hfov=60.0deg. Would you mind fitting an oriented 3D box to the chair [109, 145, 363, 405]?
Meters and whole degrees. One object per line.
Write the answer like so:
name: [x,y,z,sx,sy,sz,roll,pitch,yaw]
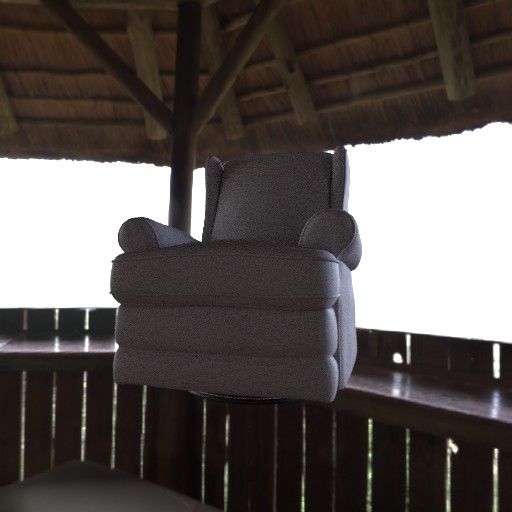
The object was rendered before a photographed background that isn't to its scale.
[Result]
chair: [0.000,0.000,1.766,0.847,1.011,0.969,-1,-2,17]
